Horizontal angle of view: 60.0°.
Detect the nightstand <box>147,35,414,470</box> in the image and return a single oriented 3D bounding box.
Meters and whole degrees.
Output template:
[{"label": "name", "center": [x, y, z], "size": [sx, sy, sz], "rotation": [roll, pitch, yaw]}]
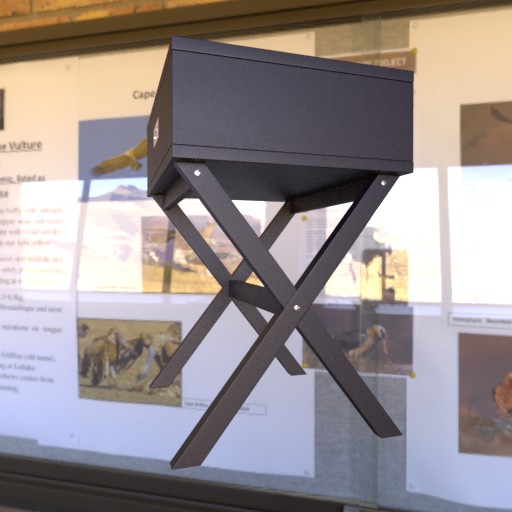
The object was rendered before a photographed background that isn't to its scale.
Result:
[{"label": "nightstand", "center": [0.000, 0.000, 0.911], "size": [0.402, 0.623, 0.479], "rotation": [0, 1, -18]}]
